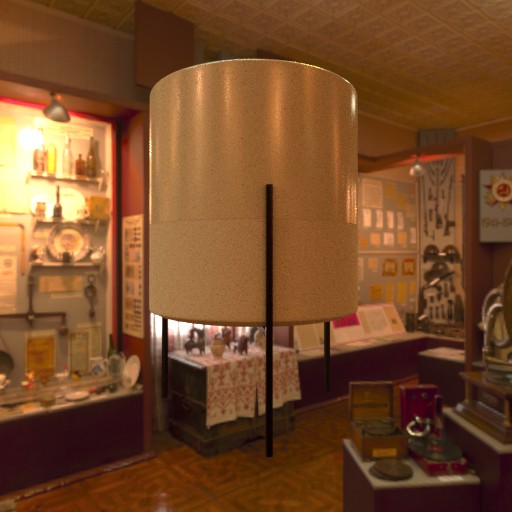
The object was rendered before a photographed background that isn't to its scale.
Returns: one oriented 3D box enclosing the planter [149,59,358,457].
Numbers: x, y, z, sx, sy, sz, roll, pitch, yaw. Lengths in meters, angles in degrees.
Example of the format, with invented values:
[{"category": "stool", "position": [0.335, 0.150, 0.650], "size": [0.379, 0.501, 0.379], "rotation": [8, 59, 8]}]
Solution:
[{"category": "planter", "position": [0.000, 0.000, 0.689], "size": [0.323, 0.475, 0.314], "rotation": [0, -1, -37]}]
